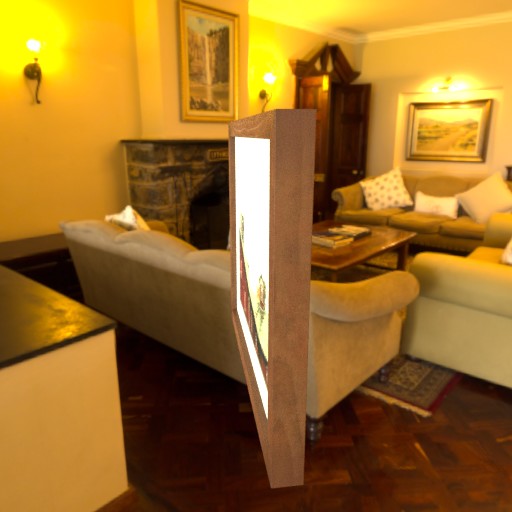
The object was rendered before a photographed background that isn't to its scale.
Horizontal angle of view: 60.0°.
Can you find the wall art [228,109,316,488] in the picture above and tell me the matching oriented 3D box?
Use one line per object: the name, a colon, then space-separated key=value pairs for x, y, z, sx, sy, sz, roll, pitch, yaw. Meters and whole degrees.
wall art: x=0.000 y=0.000 z=0.553 sx=0.030 sy=0.328 sz=0.401 roll=-2 pitch=16 yaw=-8
